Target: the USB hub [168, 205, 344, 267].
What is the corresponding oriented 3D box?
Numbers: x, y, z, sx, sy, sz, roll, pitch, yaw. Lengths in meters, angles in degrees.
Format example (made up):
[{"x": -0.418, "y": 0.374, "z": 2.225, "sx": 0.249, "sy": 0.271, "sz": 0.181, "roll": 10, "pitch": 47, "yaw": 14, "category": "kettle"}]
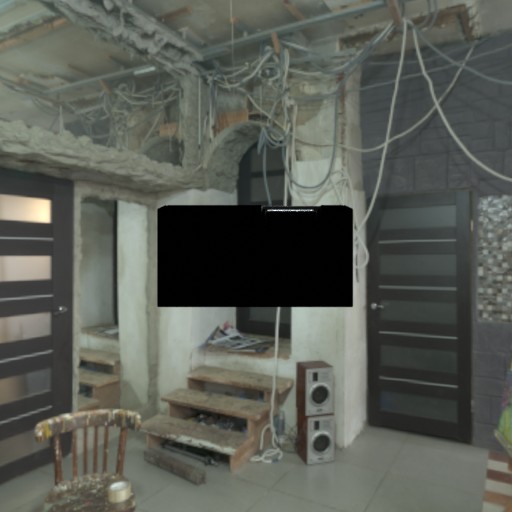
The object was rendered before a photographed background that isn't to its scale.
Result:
[{"x": 0.000, "y": 0.000, "z": 0.128, "sx": 0.044, "sy": 0.023, "sz": 0.110, "roll": 0, "pitch": 0, "yaw": 0, "category": "USB hub"}]
